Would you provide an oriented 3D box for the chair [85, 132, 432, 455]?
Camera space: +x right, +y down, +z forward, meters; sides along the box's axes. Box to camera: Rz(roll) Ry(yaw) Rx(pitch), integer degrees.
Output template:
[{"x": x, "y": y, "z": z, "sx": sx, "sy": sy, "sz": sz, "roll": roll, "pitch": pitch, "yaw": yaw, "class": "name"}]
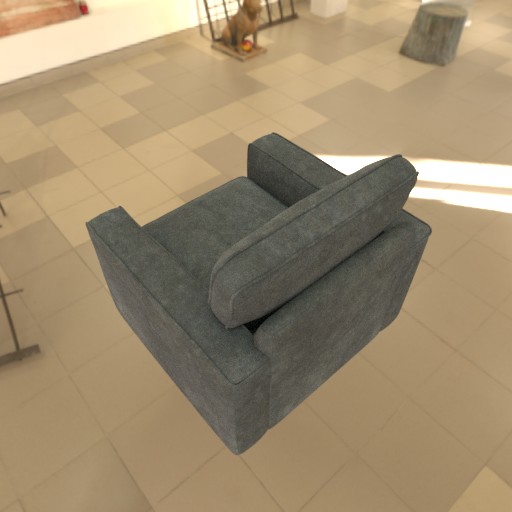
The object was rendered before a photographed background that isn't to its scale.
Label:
[{"x": 0.000, "y": 0.000, "z": 1.821, "sx": 1.015, "sy": 0.965, "sz": 0.939, "roll": -32, "pitch": 55, "yaw": -27, "class": "chair"}]
